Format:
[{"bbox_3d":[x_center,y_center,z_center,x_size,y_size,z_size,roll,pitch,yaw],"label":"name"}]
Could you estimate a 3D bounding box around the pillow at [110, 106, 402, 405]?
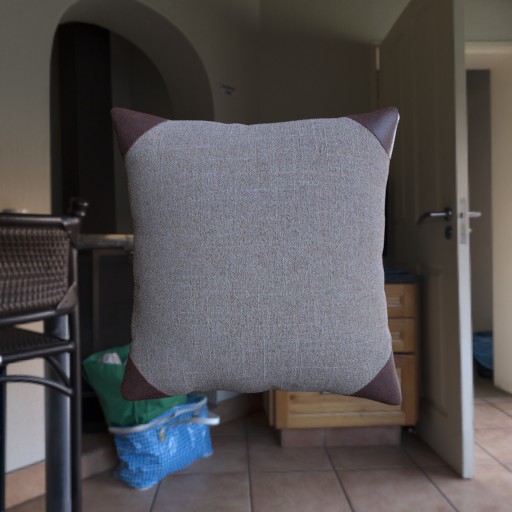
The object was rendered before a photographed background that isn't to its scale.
[{"bbox_3d":[0.000,0.000,0.662,0.437,0.448,0.147,0,0,-1],"label":"pillow"}]
